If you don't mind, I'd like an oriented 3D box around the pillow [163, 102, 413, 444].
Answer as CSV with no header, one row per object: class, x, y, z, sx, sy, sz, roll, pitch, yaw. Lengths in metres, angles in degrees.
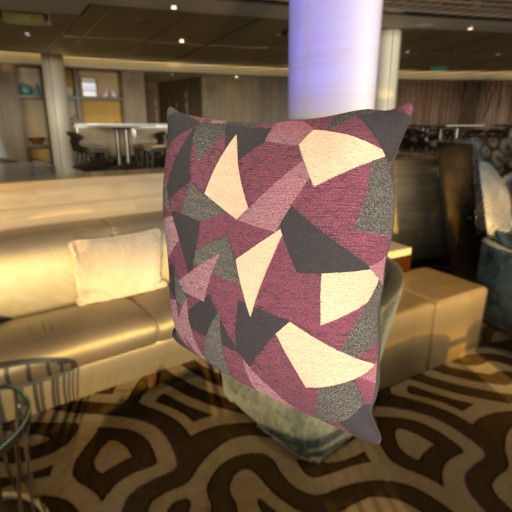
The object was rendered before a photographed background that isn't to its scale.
pillow,0.000,0.000,0.757,0.503,0.496,0.208,15,22,41
